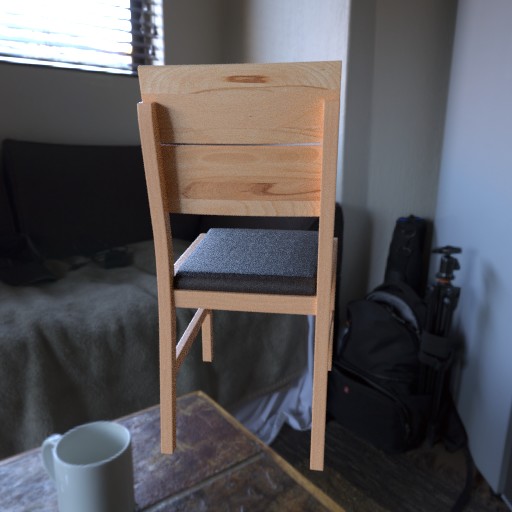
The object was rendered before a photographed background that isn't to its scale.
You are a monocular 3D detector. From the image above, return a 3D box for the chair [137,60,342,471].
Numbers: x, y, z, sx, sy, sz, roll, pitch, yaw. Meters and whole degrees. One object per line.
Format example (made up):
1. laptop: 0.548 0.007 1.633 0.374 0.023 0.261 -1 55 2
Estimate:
1. chair: 0.000 0.000 1.273 0.475 0.950 0.560 2 15 8
